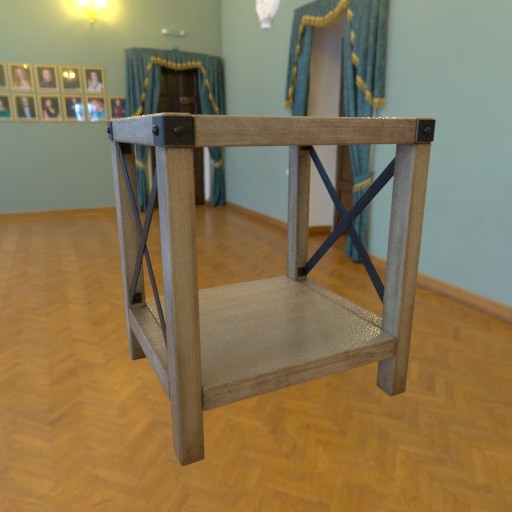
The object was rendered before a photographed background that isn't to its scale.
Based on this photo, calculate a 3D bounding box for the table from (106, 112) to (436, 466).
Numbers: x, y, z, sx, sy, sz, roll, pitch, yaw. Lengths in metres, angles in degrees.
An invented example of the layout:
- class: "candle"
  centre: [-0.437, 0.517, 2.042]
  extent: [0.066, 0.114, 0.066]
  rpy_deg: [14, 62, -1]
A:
- class: "table"
  centre: [0.000, 0.000, 0.947]
  extent: [0.510, 0.561, 0.459]
  rpy_deg: [-8, 18, -25]
